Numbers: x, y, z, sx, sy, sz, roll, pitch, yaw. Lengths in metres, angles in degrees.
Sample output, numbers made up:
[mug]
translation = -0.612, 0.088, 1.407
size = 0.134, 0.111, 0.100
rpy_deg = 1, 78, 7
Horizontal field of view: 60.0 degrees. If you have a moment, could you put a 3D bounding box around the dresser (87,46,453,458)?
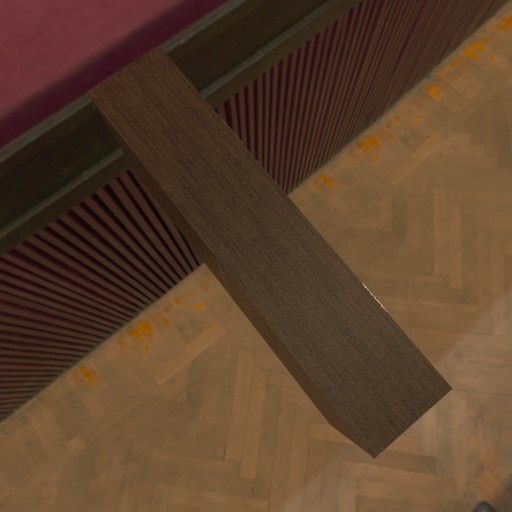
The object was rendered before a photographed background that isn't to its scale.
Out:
[dresser]
translation = 0.000, 0.000, 1.841
size = 0.333, 0.790, 1.535
rpy_deg = -37, 79, -9
